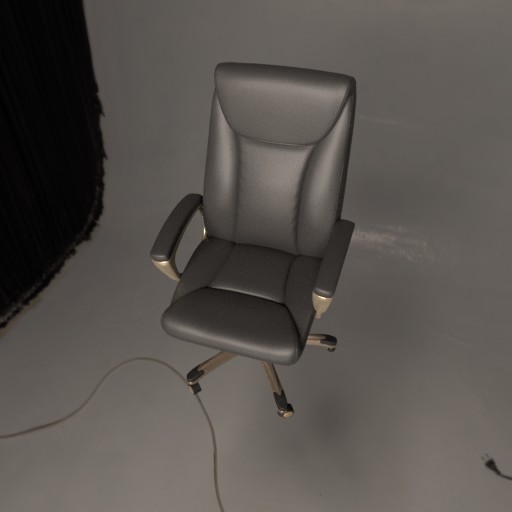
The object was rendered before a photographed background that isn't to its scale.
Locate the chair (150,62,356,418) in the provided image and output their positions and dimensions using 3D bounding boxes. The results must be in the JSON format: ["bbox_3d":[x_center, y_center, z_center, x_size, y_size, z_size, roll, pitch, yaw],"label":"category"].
[{"bbox_3d":[0.000,0.000,1.646,0.694,1.188,0.748,11,43,13],"label":"chair"}]
